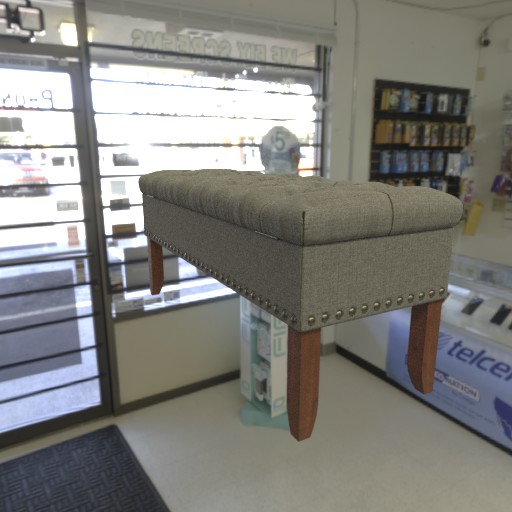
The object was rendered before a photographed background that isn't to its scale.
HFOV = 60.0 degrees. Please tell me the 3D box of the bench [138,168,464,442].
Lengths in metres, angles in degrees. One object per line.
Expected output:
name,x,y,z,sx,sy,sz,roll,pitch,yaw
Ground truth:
bench,0.000,0.000,1.309,0.417,0.470,1.052,-7,16,-28
